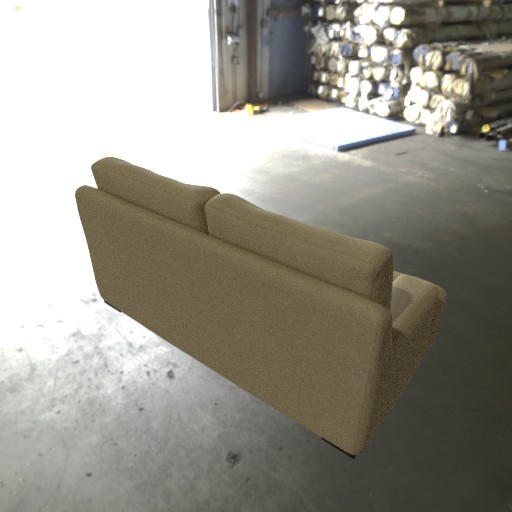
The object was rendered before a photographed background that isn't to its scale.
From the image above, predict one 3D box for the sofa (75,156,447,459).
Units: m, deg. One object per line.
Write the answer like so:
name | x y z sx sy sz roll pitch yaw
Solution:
sofa | 0.000 0.000 2.458 1.885 0.967 0.962 22 38 32
